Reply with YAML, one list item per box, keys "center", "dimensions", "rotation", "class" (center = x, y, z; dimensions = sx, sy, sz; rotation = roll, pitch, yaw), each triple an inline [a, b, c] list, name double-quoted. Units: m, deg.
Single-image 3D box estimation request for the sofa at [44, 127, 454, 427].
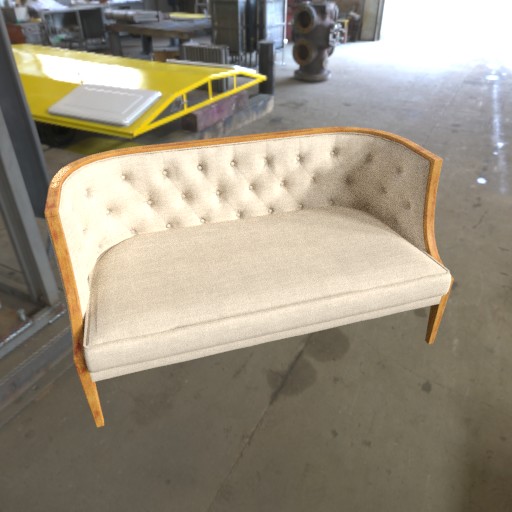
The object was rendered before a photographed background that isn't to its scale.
- center: [0.000, 0.000, 1.857]
  dimensions: [1.474, 0.775, 0.770]
  rotation: [-10, 35, -14]
  class: "sofa"
